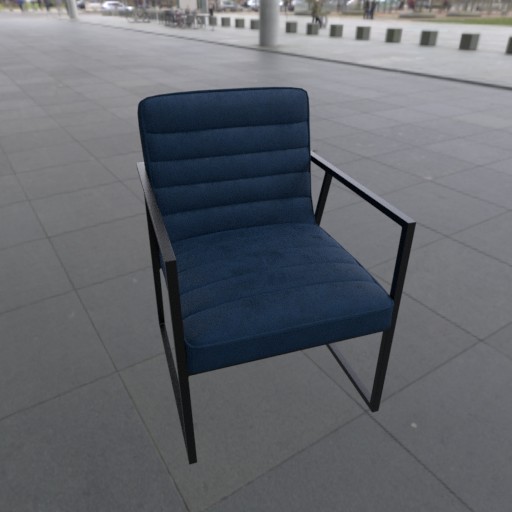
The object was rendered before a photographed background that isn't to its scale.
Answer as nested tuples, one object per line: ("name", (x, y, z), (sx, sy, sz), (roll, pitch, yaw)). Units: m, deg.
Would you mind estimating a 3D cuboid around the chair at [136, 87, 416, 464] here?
("chair", (0.000, 0.000, 1.285), (0.571, 0.833, 0.677), (-9, 31, -15))
